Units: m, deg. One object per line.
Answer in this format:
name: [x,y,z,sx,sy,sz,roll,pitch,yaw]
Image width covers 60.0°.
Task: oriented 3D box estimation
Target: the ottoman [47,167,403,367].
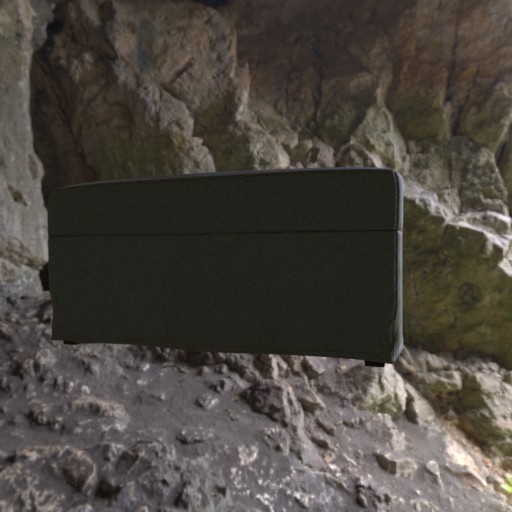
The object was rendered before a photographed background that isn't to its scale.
ottoman: [0.000,0.000,1.342,0.843,0.441,0.842,0,0,18]
